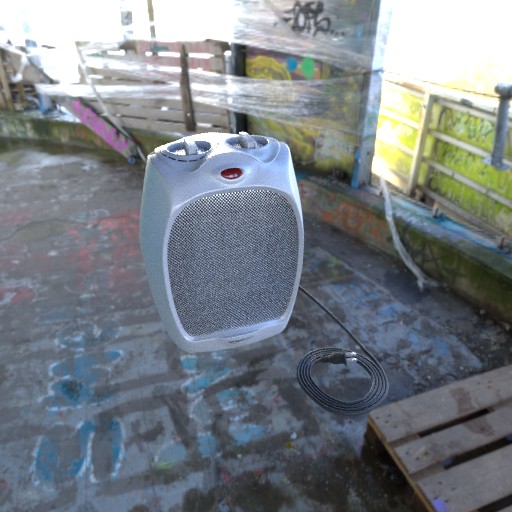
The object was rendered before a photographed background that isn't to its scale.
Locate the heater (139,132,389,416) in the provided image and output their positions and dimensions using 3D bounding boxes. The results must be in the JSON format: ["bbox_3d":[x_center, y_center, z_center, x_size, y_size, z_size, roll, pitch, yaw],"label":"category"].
[{"bbox_3d":[0.000,0.000,0.491,0.239,0.240,0.291,-10,33,-16],"label":"heater"}]
